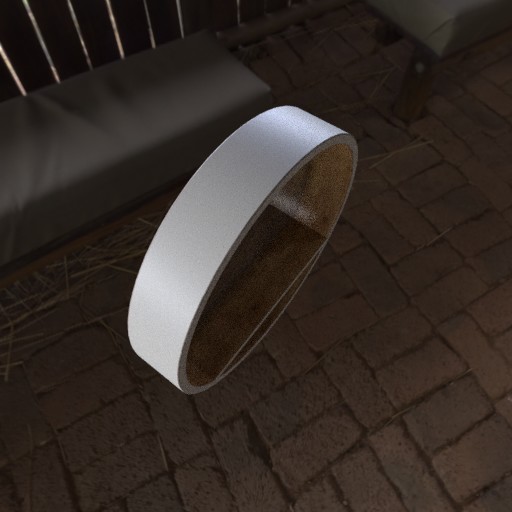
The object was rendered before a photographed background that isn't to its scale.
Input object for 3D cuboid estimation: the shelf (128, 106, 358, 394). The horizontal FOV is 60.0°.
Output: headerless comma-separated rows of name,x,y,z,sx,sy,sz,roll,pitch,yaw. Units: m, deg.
shelf,0.000,0.000,1.249,0.158,0.807,0.806,33,65,18
